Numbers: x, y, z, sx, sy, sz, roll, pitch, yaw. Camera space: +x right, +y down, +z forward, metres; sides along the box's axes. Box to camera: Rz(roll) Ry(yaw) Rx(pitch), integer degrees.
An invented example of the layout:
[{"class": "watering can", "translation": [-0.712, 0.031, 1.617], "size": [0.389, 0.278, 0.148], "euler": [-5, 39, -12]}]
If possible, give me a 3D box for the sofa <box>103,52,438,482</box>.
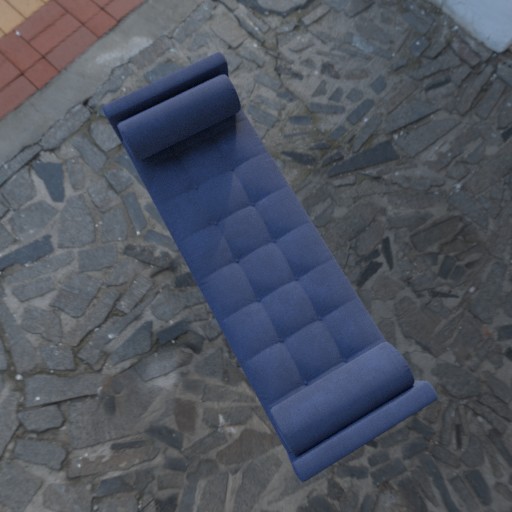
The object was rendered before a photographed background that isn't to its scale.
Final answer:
[{"class": "sofa", "translation": [0.000, 0.000, 2.335], "size": [0.686, 0.635, 1.981], "euler": [-28, 77, -7]}]
